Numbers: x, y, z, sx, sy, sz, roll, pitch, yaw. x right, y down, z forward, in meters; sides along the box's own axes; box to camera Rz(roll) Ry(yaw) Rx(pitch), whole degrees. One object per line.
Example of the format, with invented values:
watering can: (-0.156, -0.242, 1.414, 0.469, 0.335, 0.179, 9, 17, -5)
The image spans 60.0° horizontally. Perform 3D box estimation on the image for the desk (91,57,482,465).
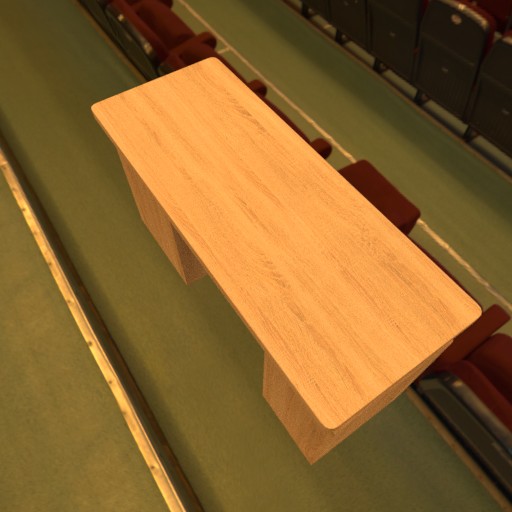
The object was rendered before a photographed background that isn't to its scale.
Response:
desk: (0.000, 0.000, 1.746, 0.550, 0.760, 1.400, -30, 62, -18)
